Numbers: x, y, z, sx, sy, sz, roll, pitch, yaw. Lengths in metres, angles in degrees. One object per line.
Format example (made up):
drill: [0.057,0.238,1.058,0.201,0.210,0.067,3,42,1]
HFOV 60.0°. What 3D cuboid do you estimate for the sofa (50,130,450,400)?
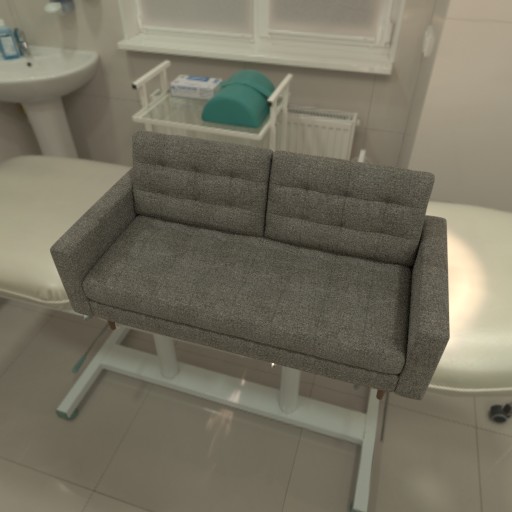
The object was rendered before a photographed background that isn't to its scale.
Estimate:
sofa: [0.000,0.000,2.300,1.821,0.902,0.863,11,42,13]
